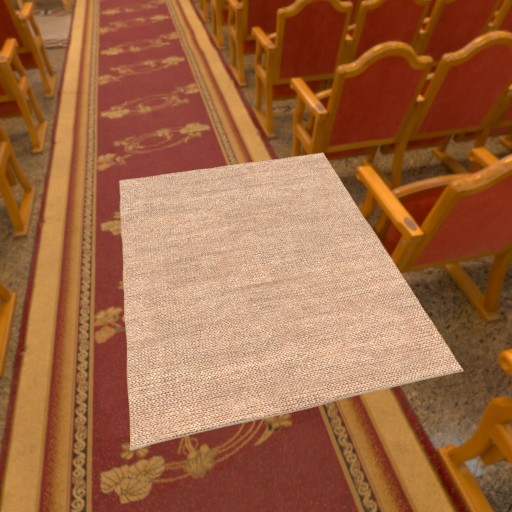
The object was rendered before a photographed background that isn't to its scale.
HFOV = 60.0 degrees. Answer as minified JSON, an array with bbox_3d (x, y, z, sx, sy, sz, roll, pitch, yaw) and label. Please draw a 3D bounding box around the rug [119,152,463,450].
[{"bbox_3d":[0.000,0.000,4.117,2.429,0.030,3.052,-10,46,-10],"label":"rug"}]
